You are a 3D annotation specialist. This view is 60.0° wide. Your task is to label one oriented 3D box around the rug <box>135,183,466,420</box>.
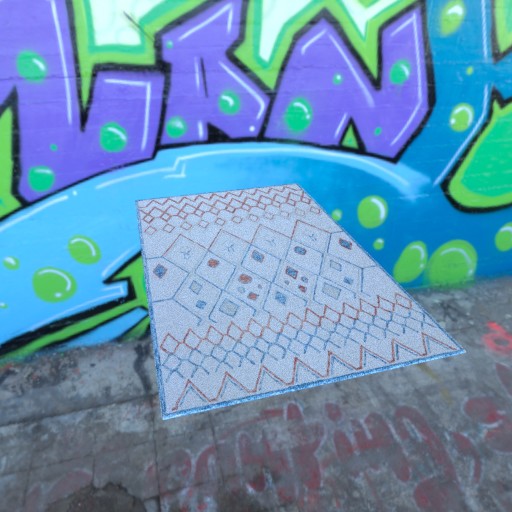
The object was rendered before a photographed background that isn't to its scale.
[{"bbox_3d":[0.000,0.000,3.077,1.524,0.015,2.438,-8,31,-14],"label":"rug"}]
